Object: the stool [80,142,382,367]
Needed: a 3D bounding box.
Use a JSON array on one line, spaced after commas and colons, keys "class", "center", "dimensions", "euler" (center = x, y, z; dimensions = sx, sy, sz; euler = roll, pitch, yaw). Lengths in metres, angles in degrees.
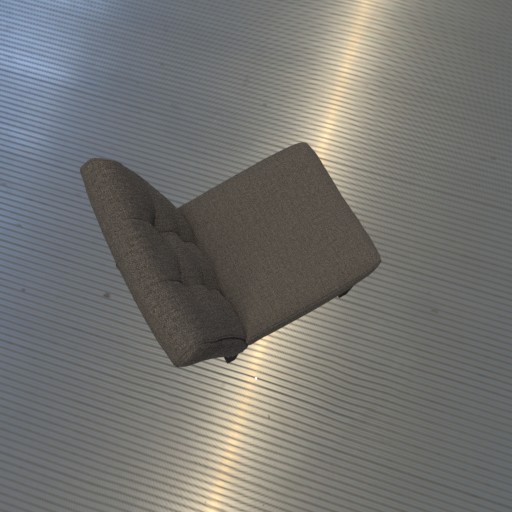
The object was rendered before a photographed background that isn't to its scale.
[{"class": "stool", "center": [0.000, 0.000, 1.226], "dimensions": [0.571, 0.885, 0.427], "euler": [-28, 76, -7]}]
